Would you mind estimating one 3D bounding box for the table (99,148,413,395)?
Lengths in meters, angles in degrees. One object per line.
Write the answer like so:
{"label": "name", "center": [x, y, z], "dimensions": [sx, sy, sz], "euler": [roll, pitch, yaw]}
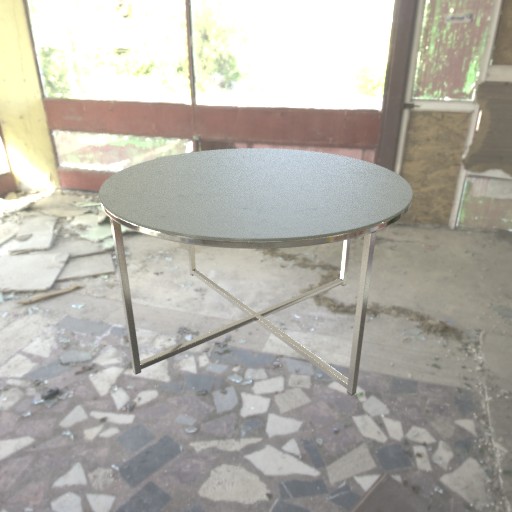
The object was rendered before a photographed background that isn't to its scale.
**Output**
{"label": "table", "center": [0.000, 0.000, 1.279], "dimensions": [0.800, 0.450, 0.800], "euler": [0, 25, 0]}
